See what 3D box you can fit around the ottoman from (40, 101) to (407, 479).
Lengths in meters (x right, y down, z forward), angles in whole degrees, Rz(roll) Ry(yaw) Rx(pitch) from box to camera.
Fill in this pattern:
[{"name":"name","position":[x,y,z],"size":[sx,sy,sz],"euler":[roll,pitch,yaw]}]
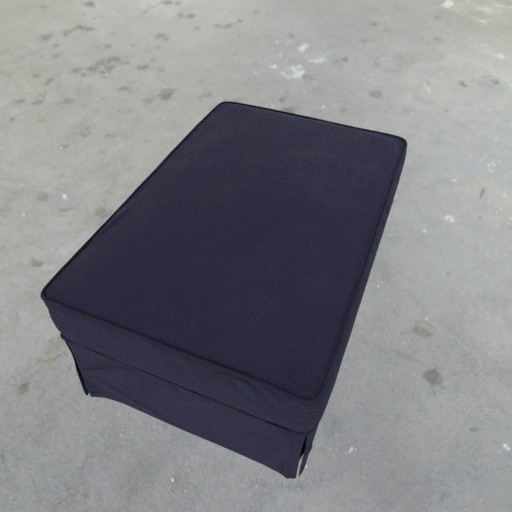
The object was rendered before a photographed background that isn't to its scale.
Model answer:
[{"name":"ottoman","position":[0.000,0.000,1.268],"size":[0.637,0.503,0.938],"euler":[17,49,15]}]
